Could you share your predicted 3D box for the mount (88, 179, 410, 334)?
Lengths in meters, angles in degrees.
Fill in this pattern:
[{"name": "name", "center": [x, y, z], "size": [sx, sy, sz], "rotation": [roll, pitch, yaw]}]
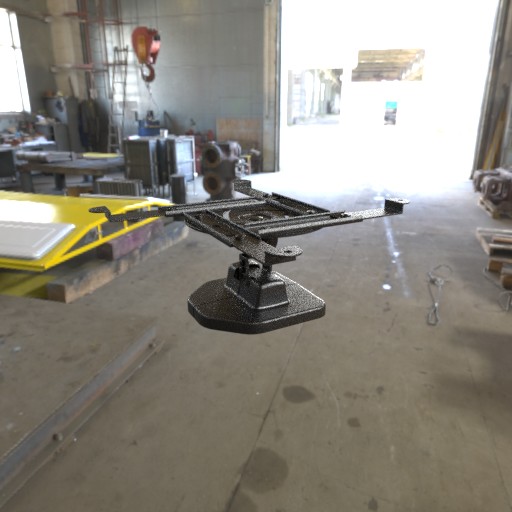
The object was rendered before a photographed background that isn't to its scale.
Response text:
[{"name": "mount", "center": [0.000, 0.000, 0.599], "size": [0.394, 0.141, 0.394], "rotation": [-10, 21, -27]}]
